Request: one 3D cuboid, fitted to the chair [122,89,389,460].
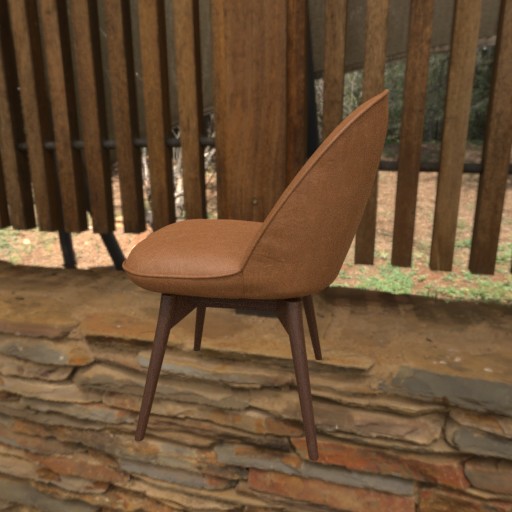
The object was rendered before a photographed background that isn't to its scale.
[{"bbox_3d":[0.000,0.000,1.199,0.631,0.831,0.521,2,14,9],"label":"chair"}]
